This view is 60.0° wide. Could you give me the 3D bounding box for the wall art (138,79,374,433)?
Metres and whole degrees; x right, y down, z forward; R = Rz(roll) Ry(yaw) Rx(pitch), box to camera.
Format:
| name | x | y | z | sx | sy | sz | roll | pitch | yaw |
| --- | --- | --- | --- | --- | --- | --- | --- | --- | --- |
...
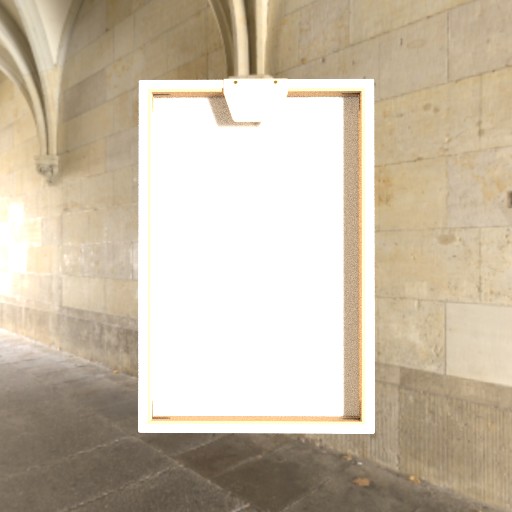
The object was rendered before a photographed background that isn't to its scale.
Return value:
| name | x | y | z | sx | sy | sz | roll | pitch | yaw |
| --- | --- | --- | --- | --- | --- | --- | --- | --- | --- |
| wall art | 0.000 | 0.000 | 1.148 | 0.602 | 0.902 | 0.048 | 0 | 0 | 1 |
